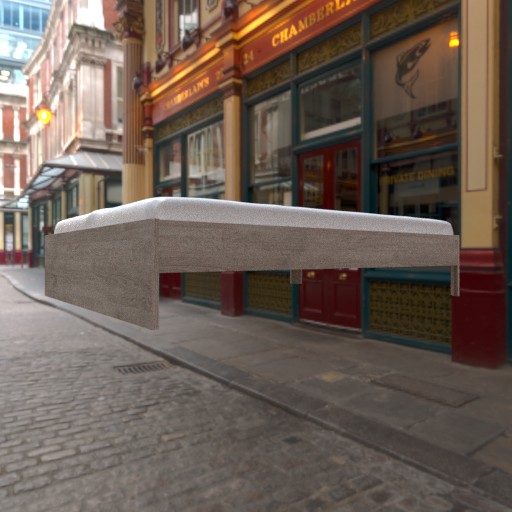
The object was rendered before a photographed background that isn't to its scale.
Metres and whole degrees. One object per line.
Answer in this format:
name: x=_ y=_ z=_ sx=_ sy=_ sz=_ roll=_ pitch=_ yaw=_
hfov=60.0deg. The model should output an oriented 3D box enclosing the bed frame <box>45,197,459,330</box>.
bed frame: x=0.000 y=0.000 z=2.571 sx=1.950 sy=0.462 sz=1.490 roll=0 pitch=0 yaw=-37
